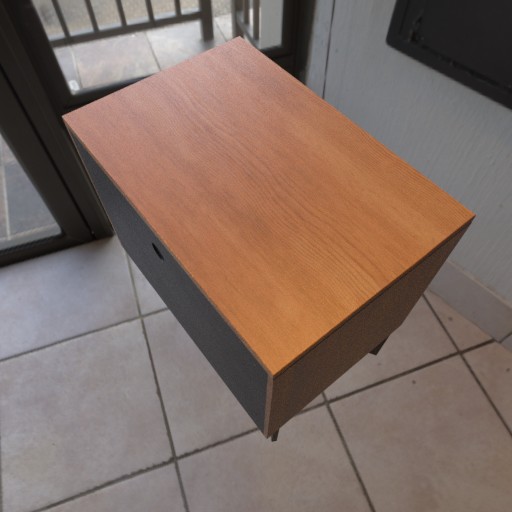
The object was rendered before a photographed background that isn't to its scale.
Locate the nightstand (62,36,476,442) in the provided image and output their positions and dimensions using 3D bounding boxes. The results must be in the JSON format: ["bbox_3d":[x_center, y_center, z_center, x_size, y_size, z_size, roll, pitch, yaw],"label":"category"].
[{"bbox_3d":[0.000,0.000,1.015,0.427,0.615,0.613,-34,64,-19],"label":"nightstand"}]
